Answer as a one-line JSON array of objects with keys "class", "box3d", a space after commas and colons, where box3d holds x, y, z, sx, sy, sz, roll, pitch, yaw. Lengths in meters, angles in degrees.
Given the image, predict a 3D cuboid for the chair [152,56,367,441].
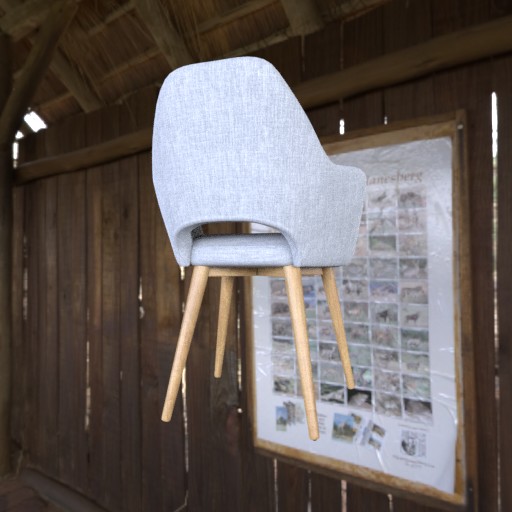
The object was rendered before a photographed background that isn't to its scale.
[{"class": "chair", "box3d": [0.000, 0.000, 1.228, 0.590, 0.840, 0.610, 0, -1, 18]}]
